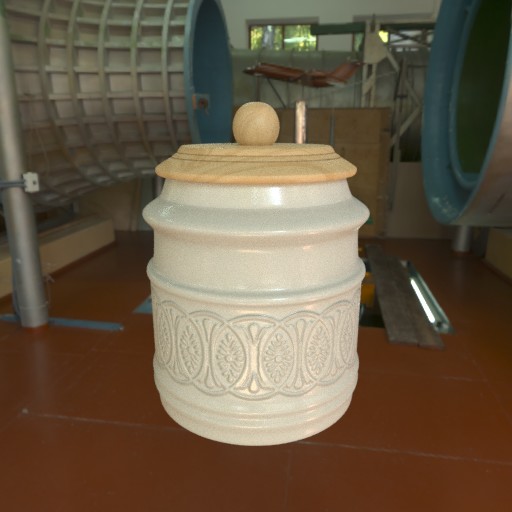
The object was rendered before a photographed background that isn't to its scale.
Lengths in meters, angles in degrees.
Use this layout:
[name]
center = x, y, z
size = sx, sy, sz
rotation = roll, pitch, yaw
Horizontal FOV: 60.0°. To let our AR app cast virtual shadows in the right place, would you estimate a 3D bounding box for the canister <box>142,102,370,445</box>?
[canister]
center = 0.000, 0.000, 0.268
size = 0.130, 0.176, 0.130
rotation = 0, 16, 0
